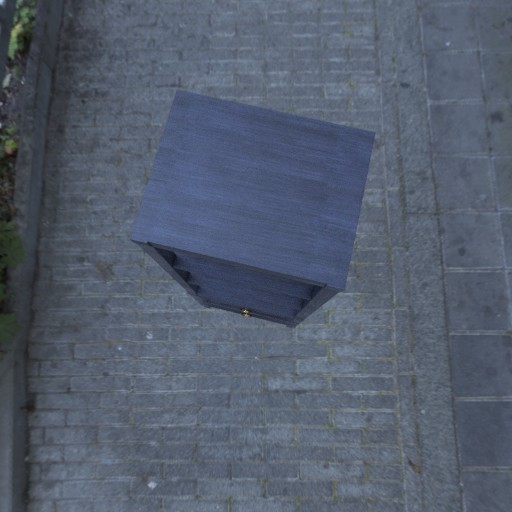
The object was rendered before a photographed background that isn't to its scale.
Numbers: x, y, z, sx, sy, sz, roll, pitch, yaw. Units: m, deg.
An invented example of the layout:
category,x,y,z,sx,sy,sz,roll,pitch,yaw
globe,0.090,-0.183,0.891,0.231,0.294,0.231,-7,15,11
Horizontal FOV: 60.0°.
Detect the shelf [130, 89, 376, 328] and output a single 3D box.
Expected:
category,x,y,z,sx,sy,sz,roll,pitch,yaw
shelf,0.000,0.000,2.060,0.584,1.727,0.472,13,77,3
